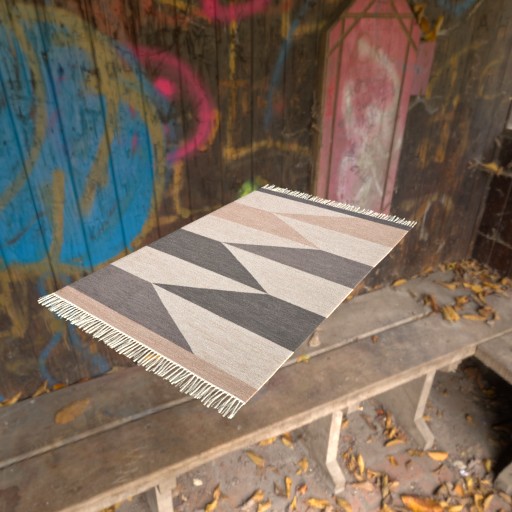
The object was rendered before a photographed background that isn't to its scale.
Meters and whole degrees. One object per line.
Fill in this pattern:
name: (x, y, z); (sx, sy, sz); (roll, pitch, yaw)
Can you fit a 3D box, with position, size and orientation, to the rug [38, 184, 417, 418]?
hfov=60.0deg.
rug: (0.000, 0.000, 2.579); (1.224, 0.027, 2.021); (20, 35, 31)
